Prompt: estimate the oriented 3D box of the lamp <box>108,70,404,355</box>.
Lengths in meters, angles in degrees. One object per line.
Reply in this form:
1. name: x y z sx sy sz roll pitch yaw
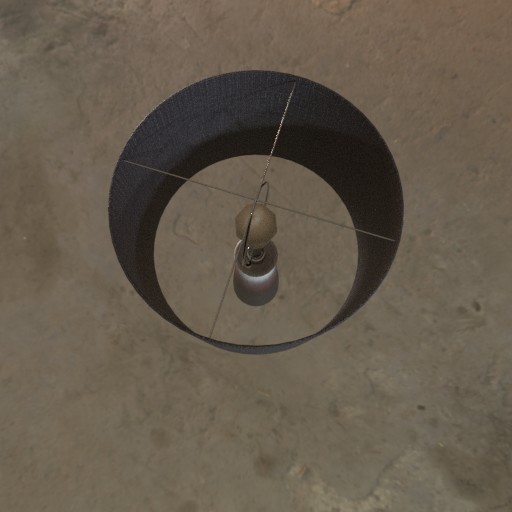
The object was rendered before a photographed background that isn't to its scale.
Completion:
1. lamp: 0.000 0.000 0.690 0.303 0.488 0.303 0 76 0
